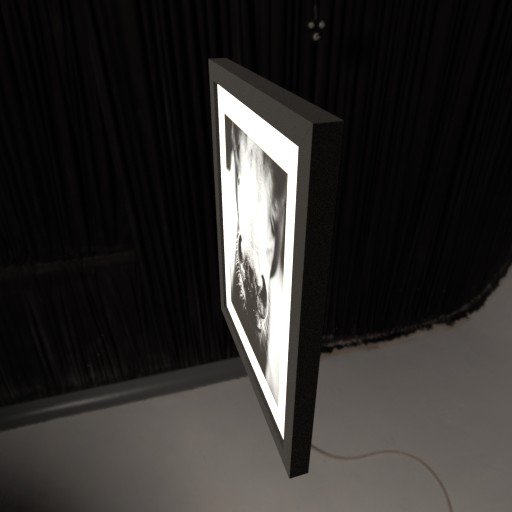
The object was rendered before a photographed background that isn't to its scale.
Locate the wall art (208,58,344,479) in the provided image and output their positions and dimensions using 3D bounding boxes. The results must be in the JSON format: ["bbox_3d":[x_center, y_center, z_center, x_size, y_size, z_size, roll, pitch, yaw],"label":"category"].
[{"bbox_3d":[0.000,0.000,0.541,0.024,0.404,0.329,-9,33,-15],"label":"wall art"}]
